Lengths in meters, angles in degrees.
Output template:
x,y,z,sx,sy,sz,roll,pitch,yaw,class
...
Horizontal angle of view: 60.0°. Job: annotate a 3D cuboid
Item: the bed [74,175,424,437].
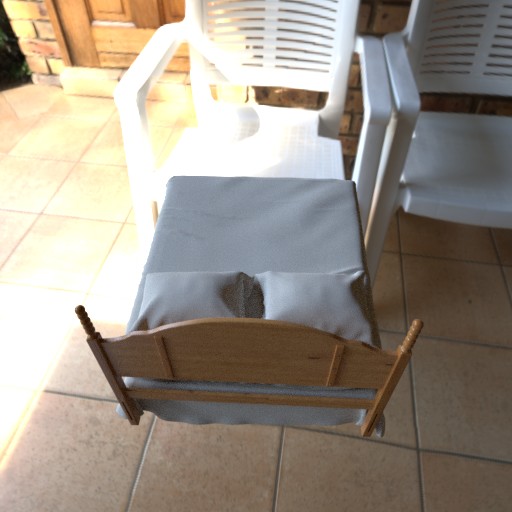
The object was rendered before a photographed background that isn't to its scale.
x,y,z,sx,sy,sz,roll,pitch,yaw,class
0.000,0.000,3.234,1.873,1.356,2.040,2,48,2,bed
